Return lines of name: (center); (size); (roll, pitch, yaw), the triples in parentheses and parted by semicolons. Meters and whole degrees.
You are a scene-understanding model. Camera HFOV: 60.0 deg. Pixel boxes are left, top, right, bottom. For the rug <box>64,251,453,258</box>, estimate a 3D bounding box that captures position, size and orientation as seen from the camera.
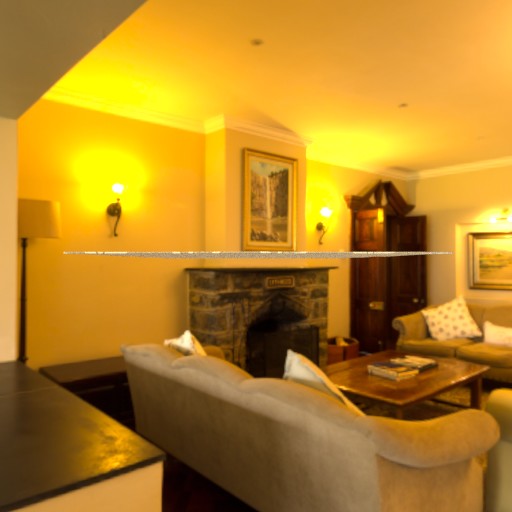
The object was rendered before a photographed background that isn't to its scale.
rug: (0.000, 0.000, 2.771); (1.524, 0.013, 2.135); (0, -1, -1)
